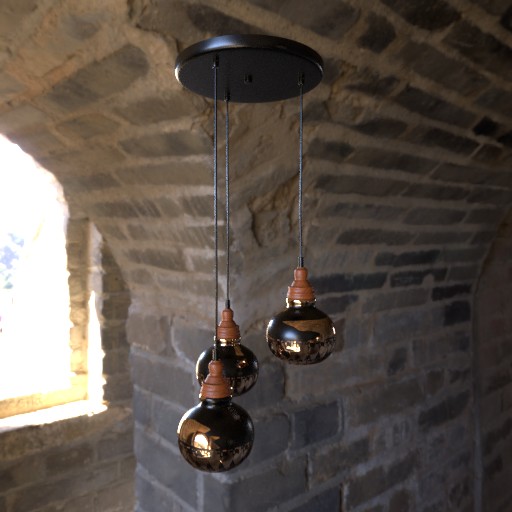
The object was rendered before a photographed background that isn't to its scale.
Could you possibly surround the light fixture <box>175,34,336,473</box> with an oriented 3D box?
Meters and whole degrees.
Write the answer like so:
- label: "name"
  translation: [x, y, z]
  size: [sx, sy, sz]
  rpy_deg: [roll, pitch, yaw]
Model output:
- label: "light fixture"
  translation: [0.000, 0.000, 1.692]
  size: [0.605, 1.410, 0.608]
  rpy_deg: [0, 1, -1]
